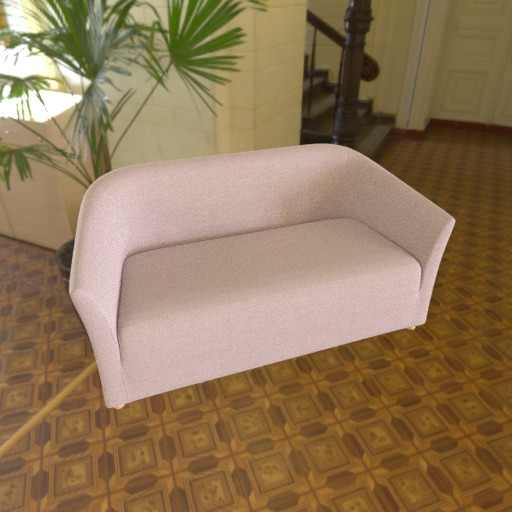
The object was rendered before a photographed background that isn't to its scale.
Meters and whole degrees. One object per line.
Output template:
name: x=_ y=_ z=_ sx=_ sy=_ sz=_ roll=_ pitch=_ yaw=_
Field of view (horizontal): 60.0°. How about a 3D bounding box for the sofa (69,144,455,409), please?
sofa: x=0.000 y=0.000 z=1.937 sx=1.452 sy=0.721 sz=0.705 roll=-11 pitch=33 yaw=-17
